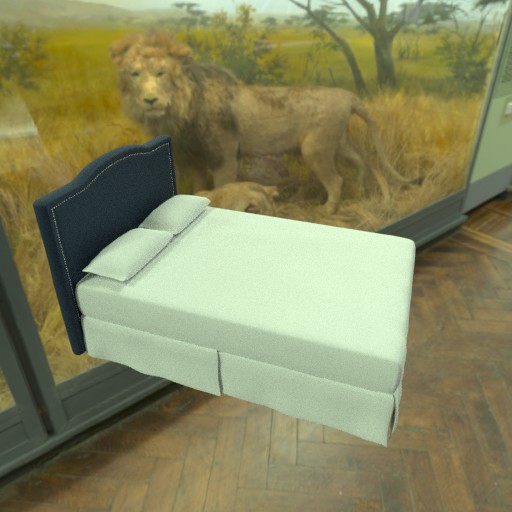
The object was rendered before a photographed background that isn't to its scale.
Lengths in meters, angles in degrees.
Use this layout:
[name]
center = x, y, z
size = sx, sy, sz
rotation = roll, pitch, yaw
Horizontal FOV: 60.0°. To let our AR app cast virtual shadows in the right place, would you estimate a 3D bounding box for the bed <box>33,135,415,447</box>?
[bed]
center = 0.000, 0.000, 3.519
size = 2.507, 1.441, 1.741
rotation = 11, 33, 17
